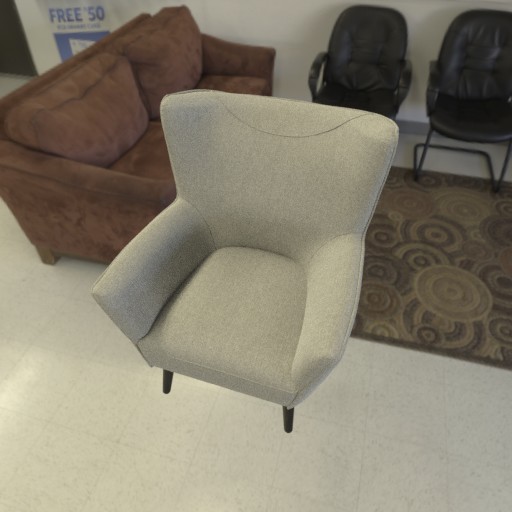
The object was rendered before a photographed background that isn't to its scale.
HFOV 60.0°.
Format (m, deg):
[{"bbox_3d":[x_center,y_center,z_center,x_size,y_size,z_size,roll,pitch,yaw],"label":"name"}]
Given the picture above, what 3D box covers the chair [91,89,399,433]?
[{"bbox_3d":[0.000,0.000,1.591,0.781,0.933,0.888,13,45,13],"label":"chair"}]
